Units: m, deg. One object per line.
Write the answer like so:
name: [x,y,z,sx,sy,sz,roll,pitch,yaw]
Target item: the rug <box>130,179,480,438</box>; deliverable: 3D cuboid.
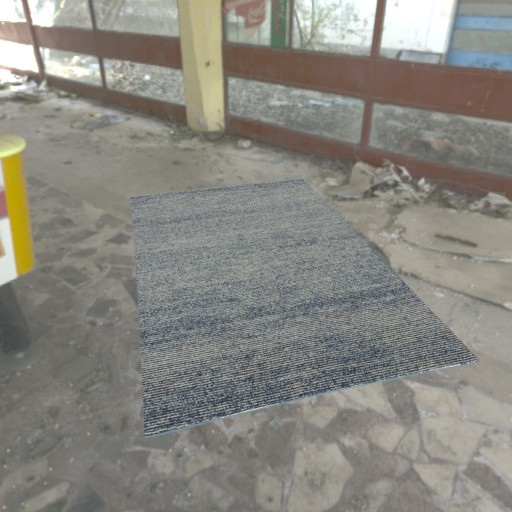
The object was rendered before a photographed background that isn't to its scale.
rug: [0.000,0.000,2.135,1.145,0.021,1.777,-8,32,-13]
